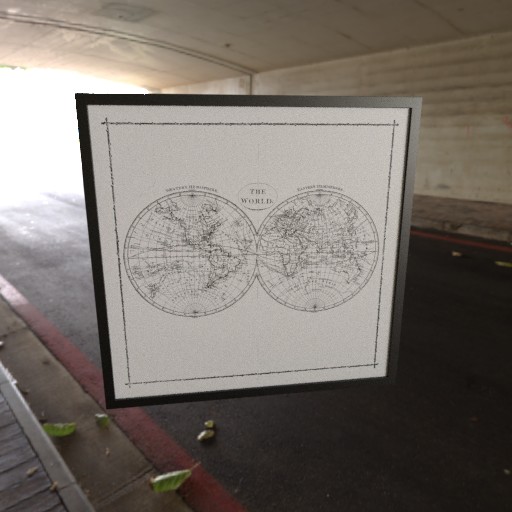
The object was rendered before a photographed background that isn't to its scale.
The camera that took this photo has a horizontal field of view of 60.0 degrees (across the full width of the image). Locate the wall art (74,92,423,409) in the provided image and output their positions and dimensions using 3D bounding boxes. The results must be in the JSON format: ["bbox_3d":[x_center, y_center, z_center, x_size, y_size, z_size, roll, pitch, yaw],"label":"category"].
[{"bbox_3d":[0.000,0.000,0.467,0.327,0.318,0.029,-2,15,-8],"label":"wall art"}]
